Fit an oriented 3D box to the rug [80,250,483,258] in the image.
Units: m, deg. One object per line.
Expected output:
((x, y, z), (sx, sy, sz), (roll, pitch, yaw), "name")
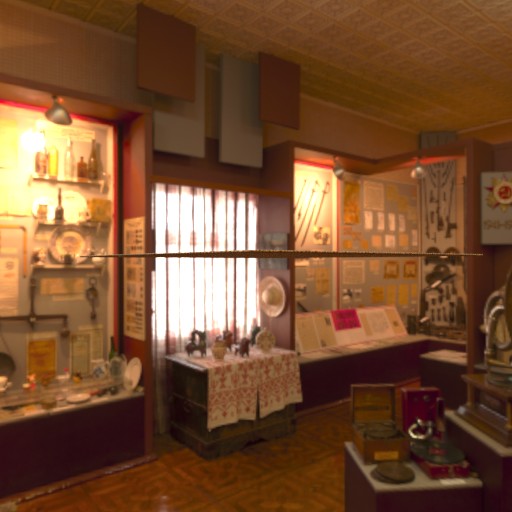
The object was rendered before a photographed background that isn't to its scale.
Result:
((0.000, 0.000, 4.283), (2.439, 0.014, 3.207), (1, -1, -37), "rug")
